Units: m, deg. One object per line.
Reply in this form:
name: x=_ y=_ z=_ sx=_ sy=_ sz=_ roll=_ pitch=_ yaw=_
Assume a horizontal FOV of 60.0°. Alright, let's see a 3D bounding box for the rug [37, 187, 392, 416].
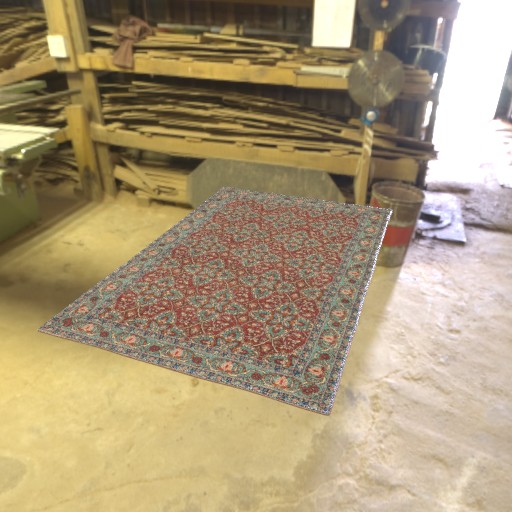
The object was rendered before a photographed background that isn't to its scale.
rug: x=0.000 y=0.000 z=2.364 sx=1.219 sy=0.009 sz=1.829 roll=11 pitch=30 yaw=18
